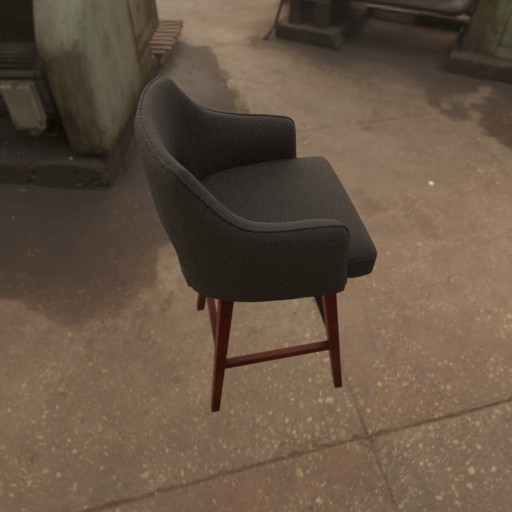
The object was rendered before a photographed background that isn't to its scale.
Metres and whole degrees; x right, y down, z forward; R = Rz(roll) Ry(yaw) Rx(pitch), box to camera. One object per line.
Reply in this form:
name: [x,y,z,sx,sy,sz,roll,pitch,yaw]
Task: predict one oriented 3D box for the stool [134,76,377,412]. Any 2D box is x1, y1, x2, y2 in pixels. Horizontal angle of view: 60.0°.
stool: [0.000,0.000,1.369,0.558,1.012,0.548,-8,47,-8]
